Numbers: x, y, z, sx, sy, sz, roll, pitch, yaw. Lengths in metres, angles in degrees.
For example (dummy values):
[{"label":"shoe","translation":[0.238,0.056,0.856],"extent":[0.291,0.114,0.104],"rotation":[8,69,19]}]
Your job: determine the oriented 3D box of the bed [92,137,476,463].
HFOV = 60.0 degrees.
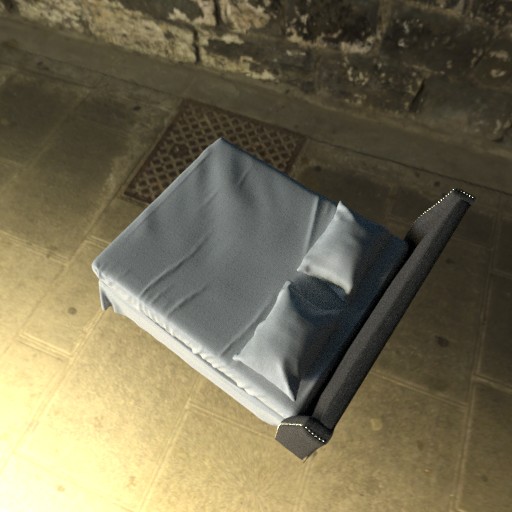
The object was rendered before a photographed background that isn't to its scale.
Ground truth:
[{"label":"bed","translation":[0.000,0.000,3.464],"extent":[2.276,1.332,1.925],"rotation":[33,67,16]}]
